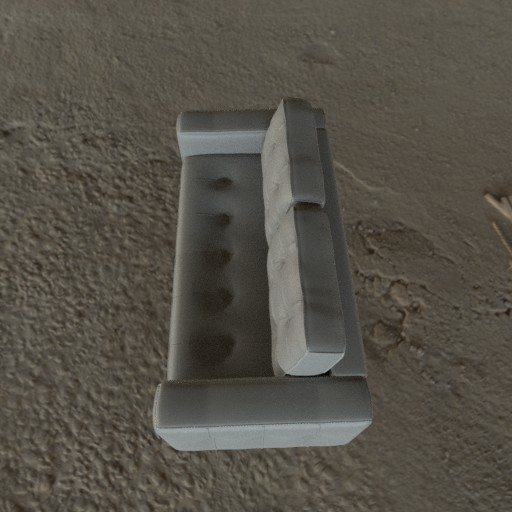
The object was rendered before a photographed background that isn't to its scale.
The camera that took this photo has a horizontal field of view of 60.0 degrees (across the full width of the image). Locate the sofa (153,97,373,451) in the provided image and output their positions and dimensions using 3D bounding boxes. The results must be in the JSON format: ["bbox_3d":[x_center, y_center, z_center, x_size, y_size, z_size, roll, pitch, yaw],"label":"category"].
[{"bbox_3d":[0.000,0.000,2.213,0.833,0.893,1.726,-2,59,-1],"label":"sofa"}]
